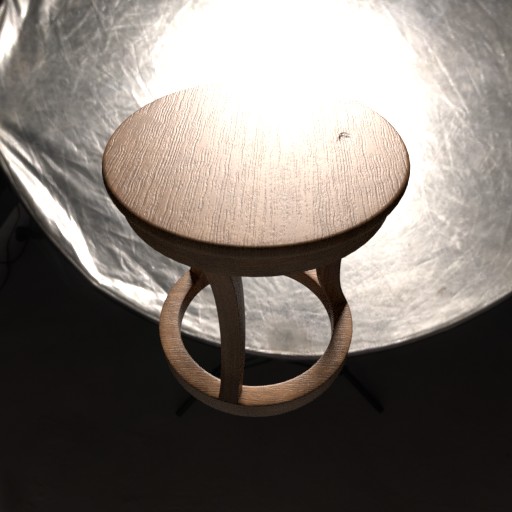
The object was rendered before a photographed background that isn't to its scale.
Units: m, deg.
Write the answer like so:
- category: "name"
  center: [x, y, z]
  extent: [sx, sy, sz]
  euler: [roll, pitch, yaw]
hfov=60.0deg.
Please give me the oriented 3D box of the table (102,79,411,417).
- category: "table"
  center: [0.000, 0.000, 0.797]
  extent: [0.432, 0.460, 0.432]
  euler: [0, 46, 0]
